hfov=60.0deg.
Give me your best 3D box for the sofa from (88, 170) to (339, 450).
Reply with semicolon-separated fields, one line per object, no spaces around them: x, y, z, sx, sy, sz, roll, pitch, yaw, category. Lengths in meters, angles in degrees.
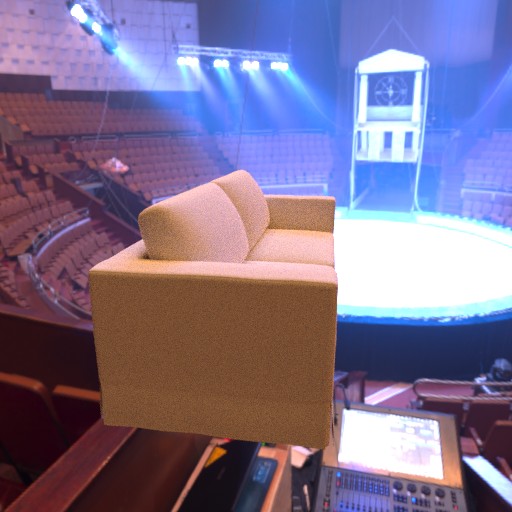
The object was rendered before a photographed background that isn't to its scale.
0.000;0.000;2.650;0.954;0.881;2.163;3;16;9;sofa
